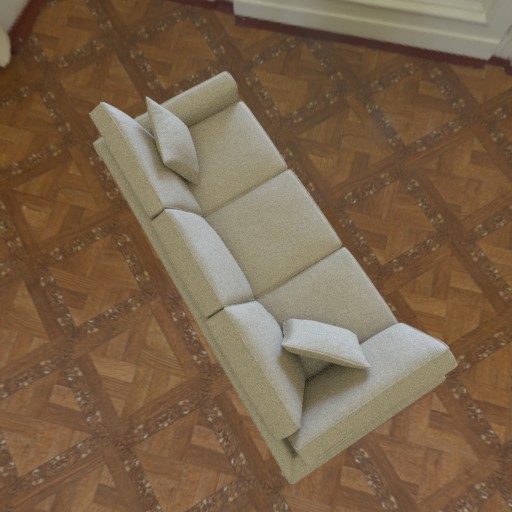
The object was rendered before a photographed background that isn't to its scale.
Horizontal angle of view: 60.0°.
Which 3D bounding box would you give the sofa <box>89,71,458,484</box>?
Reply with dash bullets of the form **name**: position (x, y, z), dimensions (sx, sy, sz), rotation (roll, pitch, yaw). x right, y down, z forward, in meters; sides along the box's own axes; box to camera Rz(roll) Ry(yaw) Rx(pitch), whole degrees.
- **sofa**: position (0.000, 0.000, 2.786), dimensions (1.053, 0.948, 2.323), rotation (-31, 77, -8)
